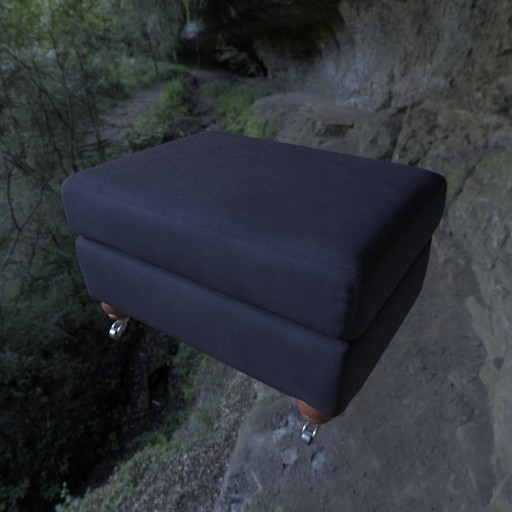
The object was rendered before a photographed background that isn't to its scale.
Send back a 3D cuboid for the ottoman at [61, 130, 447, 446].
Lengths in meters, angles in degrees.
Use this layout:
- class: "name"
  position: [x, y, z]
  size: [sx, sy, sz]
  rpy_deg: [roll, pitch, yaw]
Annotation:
- class: "ottoman"
  position: [0.000, 0.000, 1.141]
  size: [0.773, 0.497, 0.574]
  rpy_deg: [19, 35, 29]
